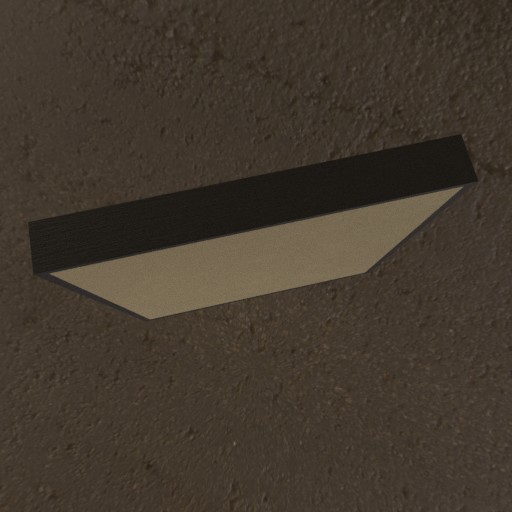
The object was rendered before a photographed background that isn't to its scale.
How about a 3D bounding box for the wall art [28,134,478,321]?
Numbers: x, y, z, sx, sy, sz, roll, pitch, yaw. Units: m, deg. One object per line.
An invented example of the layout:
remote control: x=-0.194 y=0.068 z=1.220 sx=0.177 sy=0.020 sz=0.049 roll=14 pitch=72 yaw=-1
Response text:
wall art: x=0.000 y=0.000 z=0.443 sx=0.302 sy=0.300 sz=0.036 roll=-12 pitch=76 yaw=-3
